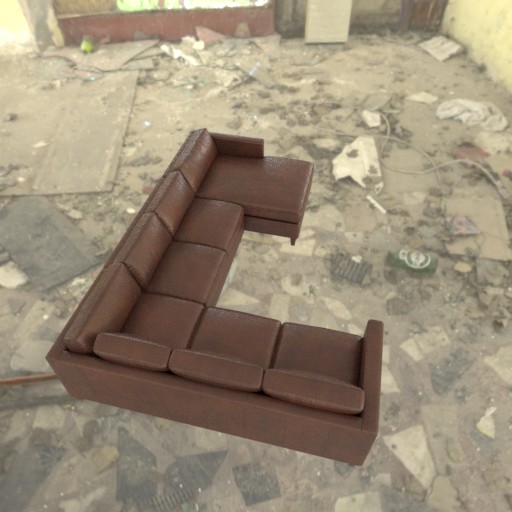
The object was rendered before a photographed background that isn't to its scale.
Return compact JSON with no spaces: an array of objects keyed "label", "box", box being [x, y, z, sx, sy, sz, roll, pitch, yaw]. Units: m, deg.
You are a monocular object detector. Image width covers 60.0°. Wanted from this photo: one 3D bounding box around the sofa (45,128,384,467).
[{"label":"sofa","box":[0.000,0.000,4.420,2.452,0.891,3.324,10,47,9]}]
